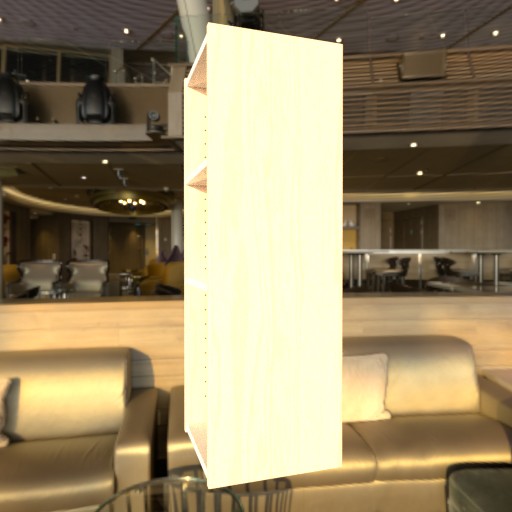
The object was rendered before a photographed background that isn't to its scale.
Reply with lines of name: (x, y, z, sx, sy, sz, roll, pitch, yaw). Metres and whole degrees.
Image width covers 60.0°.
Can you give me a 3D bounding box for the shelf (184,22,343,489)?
shelf: (0.000, 0.000, 1.042, 0.290, 0.900, 0.300, 0, 1, -18)
